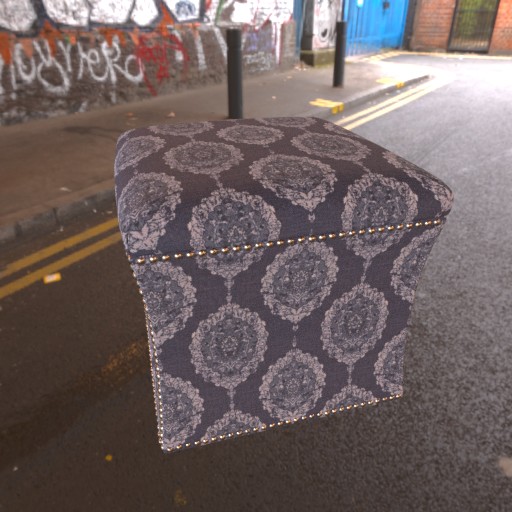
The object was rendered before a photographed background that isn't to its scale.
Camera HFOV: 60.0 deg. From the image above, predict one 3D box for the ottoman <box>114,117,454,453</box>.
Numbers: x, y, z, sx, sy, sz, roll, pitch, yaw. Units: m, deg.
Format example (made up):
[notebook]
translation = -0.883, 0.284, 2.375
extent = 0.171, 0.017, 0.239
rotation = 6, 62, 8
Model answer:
[ottoman]
translation = 0.000, 0.000, 0.895
extent = 0.497, 0.475, 0.507
rotation = -8, 30, -14
